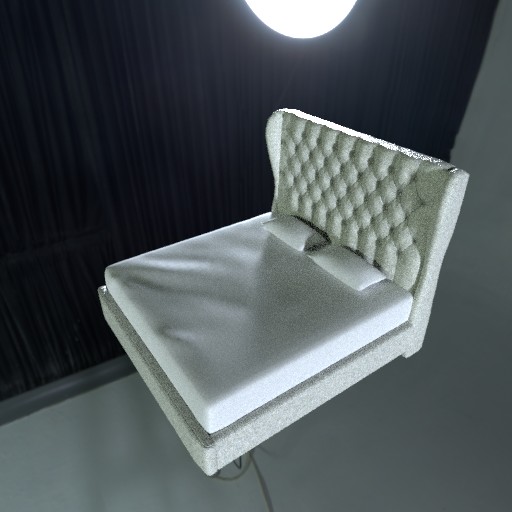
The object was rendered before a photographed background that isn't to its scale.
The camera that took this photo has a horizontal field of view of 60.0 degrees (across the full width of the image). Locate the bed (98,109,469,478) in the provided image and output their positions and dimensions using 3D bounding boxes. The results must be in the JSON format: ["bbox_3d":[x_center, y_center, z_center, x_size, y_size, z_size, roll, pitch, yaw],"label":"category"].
[{"bbox_3d":[0.000,0.000,3.871,2.347,1.771,2.219,-21,38,-29],"label":"bed"}]
